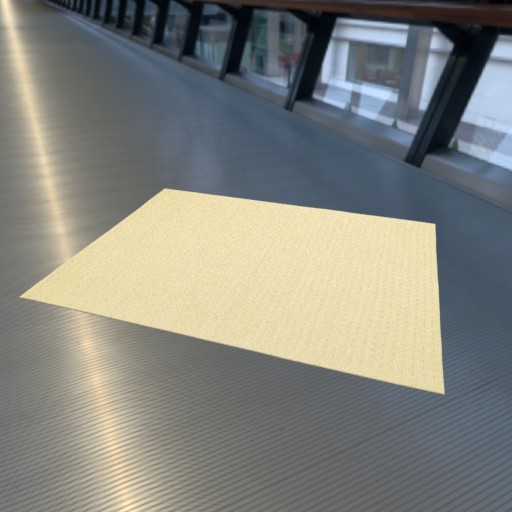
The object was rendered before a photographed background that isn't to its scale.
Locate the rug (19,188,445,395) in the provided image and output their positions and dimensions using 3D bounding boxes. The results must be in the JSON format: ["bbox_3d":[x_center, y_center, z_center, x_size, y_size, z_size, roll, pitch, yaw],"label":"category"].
[{"bbox_3d":[0.000,0.000,4.111,3.204,0.016,2.452,9,32,16],"label":"rug"}]
